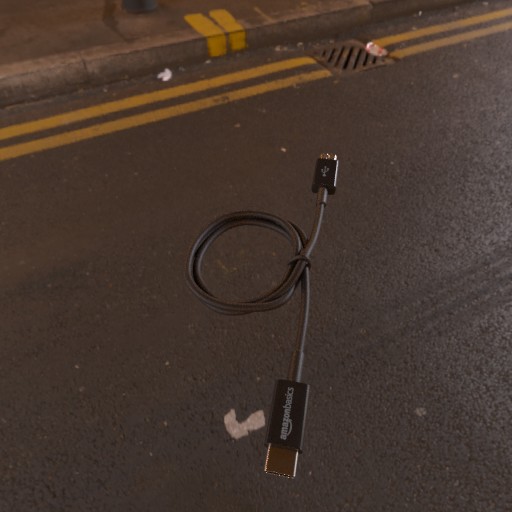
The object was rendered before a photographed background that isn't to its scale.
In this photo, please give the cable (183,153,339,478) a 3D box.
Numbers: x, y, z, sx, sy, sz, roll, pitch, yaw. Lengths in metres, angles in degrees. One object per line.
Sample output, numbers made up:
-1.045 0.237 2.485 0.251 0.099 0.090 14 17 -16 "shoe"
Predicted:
0.000 0.000 0.218 0.070 0.014 0.192 8 48 7 "cable"
